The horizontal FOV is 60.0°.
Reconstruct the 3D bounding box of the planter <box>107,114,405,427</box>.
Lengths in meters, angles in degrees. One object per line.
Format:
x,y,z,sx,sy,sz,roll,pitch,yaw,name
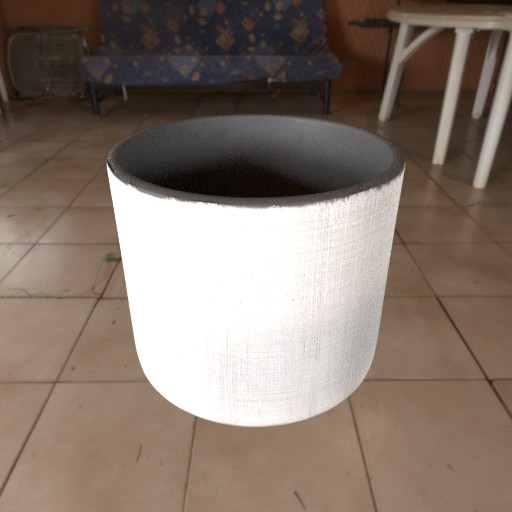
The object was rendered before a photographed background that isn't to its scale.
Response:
0.000,0.000,0.438,0.254,0.221,0.254,0,30,0,planter
